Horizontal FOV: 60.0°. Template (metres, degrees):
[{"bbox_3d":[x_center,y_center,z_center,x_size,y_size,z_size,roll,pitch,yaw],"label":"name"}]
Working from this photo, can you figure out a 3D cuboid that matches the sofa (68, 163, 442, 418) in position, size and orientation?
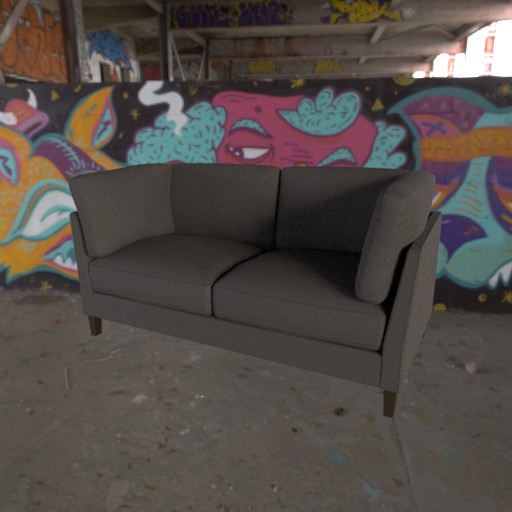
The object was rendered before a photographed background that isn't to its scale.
[{"bbox_3d":[0.000,0.000,2.347,1.751,0.920,0.969,8,16,27],"label":"sofa"}]
